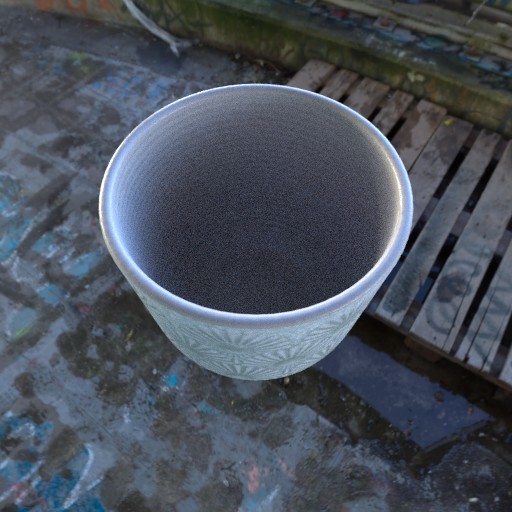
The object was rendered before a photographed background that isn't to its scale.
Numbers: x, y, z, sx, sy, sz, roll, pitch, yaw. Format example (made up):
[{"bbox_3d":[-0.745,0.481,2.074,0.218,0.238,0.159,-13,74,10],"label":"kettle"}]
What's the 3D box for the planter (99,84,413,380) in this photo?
[{"bbox_3d":[0.000,0.000,0.305,0.170,0.152,0.170,0,58,0],"label":"planter"}]
